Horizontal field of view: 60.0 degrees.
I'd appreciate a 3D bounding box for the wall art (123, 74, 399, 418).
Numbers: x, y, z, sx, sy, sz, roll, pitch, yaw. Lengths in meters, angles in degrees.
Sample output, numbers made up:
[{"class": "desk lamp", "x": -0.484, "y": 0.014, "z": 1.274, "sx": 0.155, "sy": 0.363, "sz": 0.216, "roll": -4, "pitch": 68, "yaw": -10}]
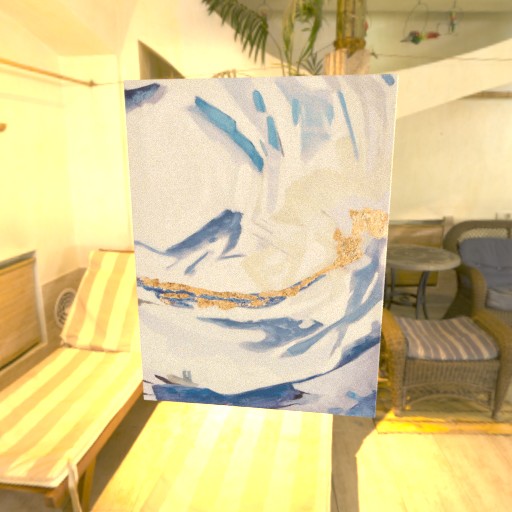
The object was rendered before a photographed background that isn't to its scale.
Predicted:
[{"class": "wall art", "x": 0.000, "y": 0.000, "z": 1.346, "sx": 0.761, "sy": 1.015, "sz": 0.038, "roll": 2, "pitch": 13, "yaw": 8}]
